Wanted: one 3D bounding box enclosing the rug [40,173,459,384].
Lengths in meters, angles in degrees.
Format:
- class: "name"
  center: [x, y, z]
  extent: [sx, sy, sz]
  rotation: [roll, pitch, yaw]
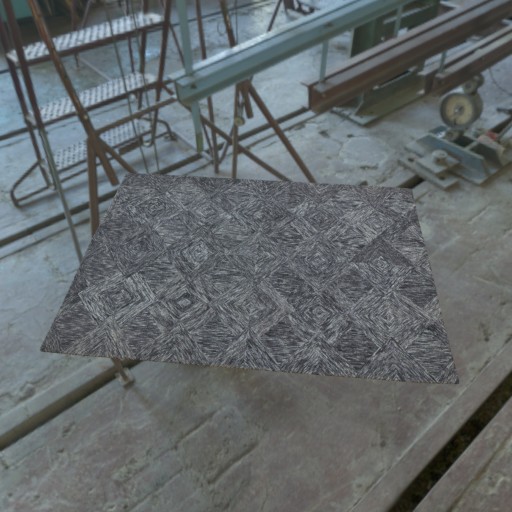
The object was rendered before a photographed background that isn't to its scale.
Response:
- class: "rug"
  center: [0.000, 0.000, 5.284]
  extent: [4.093, 0.020, 2.997]
  rotation: [4, 46, 4]
